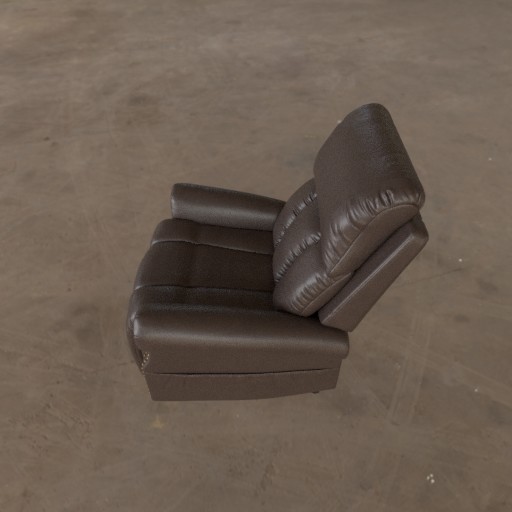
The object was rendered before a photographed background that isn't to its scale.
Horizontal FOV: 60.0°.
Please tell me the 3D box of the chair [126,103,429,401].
[{"bbox_3d":[0.000,0.000,1.729,0.978,1.028,0.869,1,43,1],"label":"chair"}]
